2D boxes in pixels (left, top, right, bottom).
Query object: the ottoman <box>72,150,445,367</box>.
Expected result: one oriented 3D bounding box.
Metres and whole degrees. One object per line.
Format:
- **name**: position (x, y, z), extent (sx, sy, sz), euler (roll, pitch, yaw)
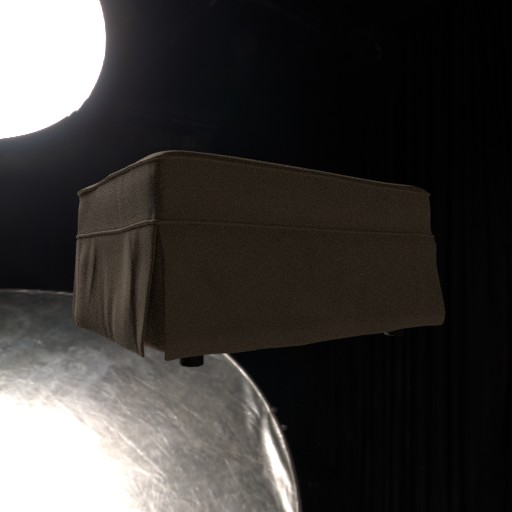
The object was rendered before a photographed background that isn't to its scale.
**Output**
- **ottoman**: position (0.000, 0.000, 1.359), extent (0.959, 0.482, 0.721), euler (1, -1, -35)
